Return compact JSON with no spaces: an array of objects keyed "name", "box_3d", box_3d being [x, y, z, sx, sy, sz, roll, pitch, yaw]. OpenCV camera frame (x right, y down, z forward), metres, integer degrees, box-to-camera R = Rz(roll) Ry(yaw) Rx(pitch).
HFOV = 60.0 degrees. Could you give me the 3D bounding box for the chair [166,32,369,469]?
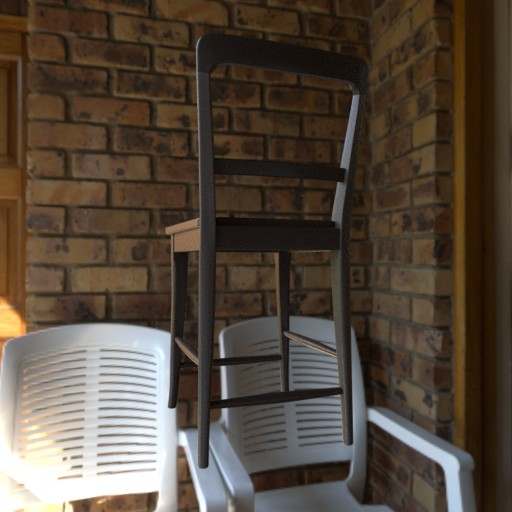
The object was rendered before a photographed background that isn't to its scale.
[{"name":"chair","box_3d":[0.000,0.000,1.274,0.450,0.991,0.546,0,0,-19]}]
